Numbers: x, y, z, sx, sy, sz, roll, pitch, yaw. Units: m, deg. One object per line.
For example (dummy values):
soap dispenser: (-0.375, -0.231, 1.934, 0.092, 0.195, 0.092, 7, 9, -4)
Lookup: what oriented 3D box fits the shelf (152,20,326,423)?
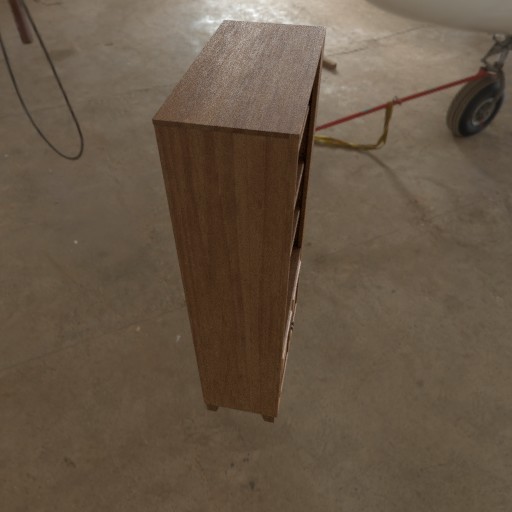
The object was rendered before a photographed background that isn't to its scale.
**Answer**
shelf: (0.000, 0.000, 2.257, 0.453, 1.930, 0.864, 8, 46, 8)
